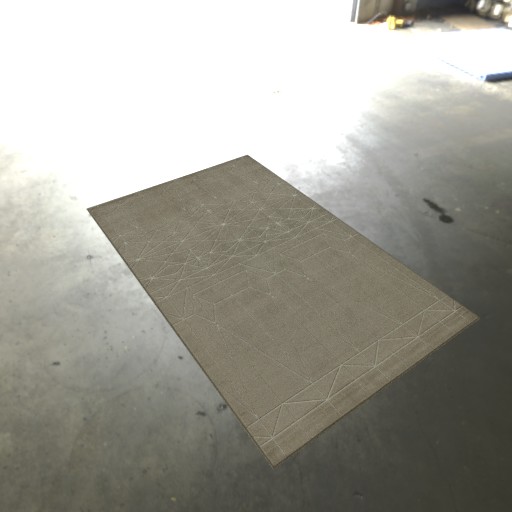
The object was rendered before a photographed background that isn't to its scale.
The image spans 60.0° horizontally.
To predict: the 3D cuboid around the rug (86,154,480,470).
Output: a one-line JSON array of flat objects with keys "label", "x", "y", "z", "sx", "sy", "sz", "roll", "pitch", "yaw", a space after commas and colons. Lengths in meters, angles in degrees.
[{"label": "rug", "x": 0.000, "y": 0.000, "z": 3.037, "sx": 1.524, "sy": 0.012, "sz": 2.438, "roll": -25, "pitch": 47, "yaw": -26}]
